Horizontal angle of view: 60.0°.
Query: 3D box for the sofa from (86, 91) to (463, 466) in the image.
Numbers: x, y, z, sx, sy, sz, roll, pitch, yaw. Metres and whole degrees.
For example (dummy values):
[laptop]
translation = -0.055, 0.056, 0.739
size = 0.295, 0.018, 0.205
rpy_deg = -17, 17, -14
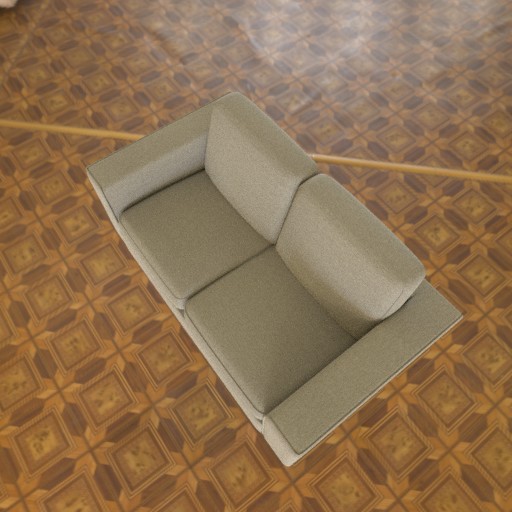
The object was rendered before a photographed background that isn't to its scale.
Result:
[sofa]
translation = 0.000, 0.000, 2.386
size = 1.007, 0.924, 1.812
rpy_deg = -34, 67, -17
